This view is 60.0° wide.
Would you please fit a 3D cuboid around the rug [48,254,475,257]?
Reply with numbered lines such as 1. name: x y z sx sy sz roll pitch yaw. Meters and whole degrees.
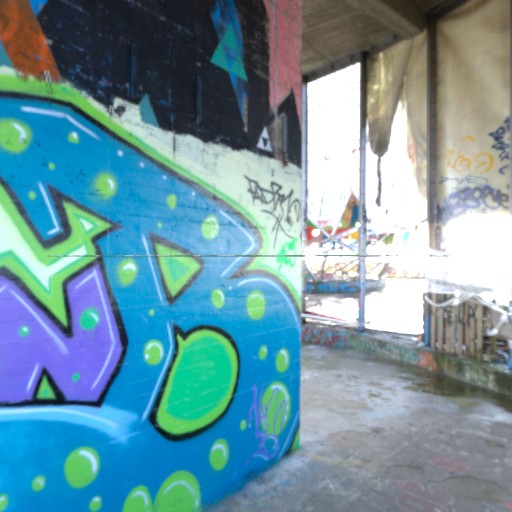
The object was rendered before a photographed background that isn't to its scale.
1. rug: 0.000 0.000 2.270 1.826 0.006 1.220 0 0 37
